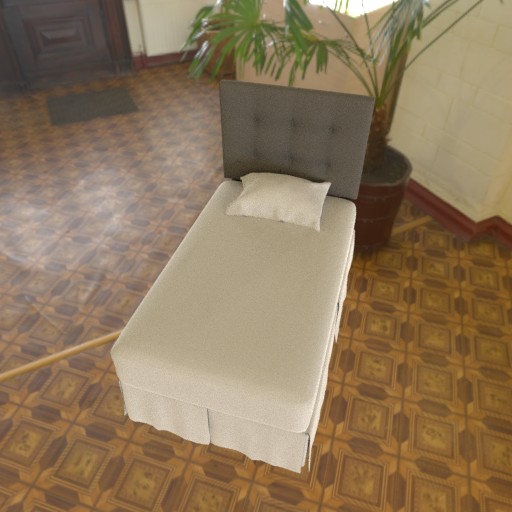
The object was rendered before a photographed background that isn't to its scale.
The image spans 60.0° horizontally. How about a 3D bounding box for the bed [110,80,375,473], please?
[{"bbox_3d":[0.000,0.000,2.994,1.261,1.571,1.997,11,43,13],"label":"bed"}]
